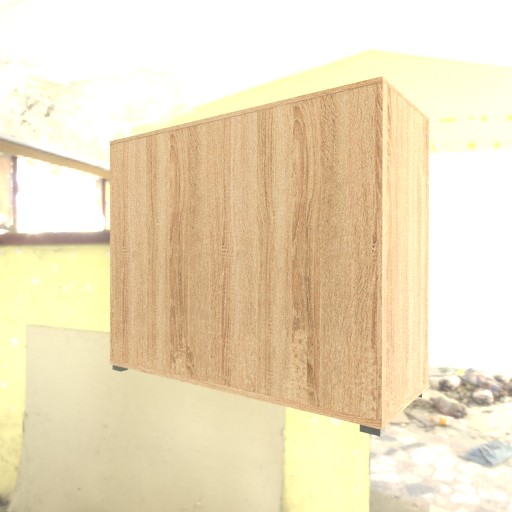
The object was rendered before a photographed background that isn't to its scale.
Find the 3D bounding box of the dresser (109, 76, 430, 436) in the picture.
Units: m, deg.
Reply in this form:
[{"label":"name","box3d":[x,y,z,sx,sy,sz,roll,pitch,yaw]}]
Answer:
[{"label":"dresser","box3d":[0.000,0.000,1.605,1.100,0.900,0.450,0,1,36]}]
